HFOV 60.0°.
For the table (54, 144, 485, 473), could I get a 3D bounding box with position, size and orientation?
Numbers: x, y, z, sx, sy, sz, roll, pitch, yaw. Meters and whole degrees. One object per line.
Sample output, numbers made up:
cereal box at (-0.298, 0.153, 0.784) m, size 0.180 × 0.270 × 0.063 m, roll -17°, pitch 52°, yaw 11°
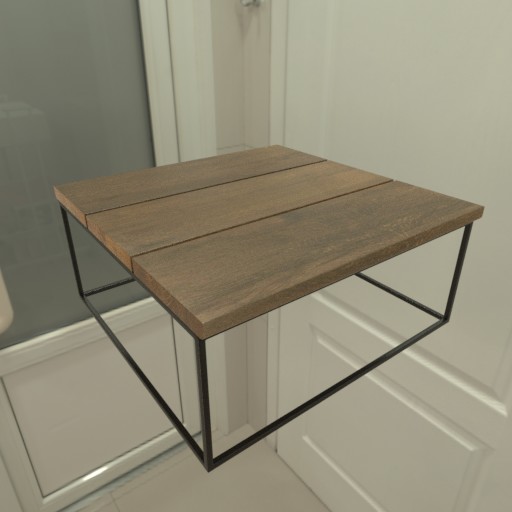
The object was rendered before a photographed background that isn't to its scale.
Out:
table at (0.000, 0.000, 1.392) m, size 0.900 × 0.400 × 0.900 m, roll -19°, pitch 33°, yaw -32°
